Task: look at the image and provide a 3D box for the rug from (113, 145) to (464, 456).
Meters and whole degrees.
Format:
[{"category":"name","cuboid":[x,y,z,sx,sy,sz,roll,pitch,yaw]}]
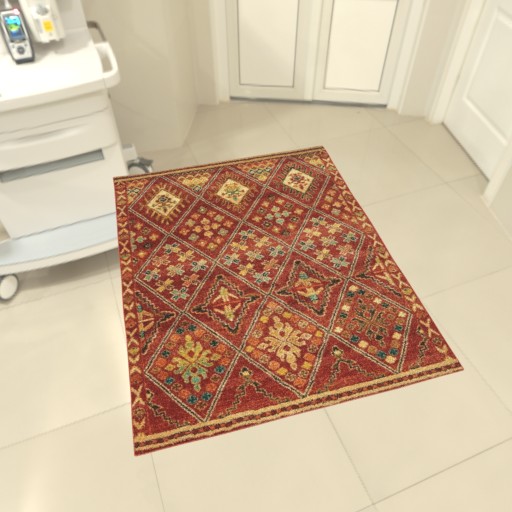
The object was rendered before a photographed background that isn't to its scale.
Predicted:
[{"category":"rug","cuboid":[0.000,0.000,4.162,2.489,0.030,3.086,-11,49,-10]}]
